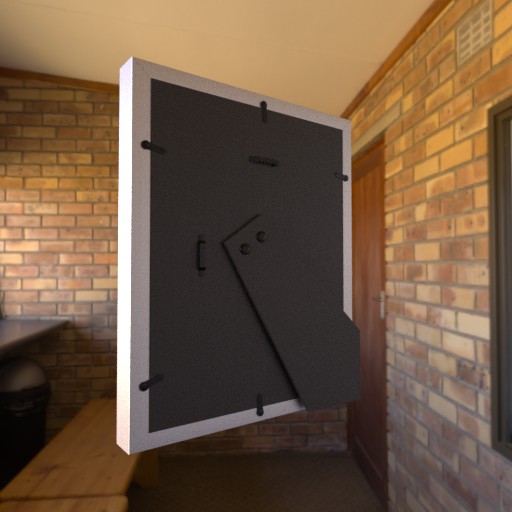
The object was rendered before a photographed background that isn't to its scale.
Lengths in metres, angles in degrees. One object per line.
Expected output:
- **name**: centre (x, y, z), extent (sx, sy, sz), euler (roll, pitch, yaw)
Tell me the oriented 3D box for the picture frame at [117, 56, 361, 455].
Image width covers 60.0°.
- **picture frame**: centre (0.000, 0.000, 0.389), extent (0.233, 0.282, 0.036), euler (1, -2, -37)
